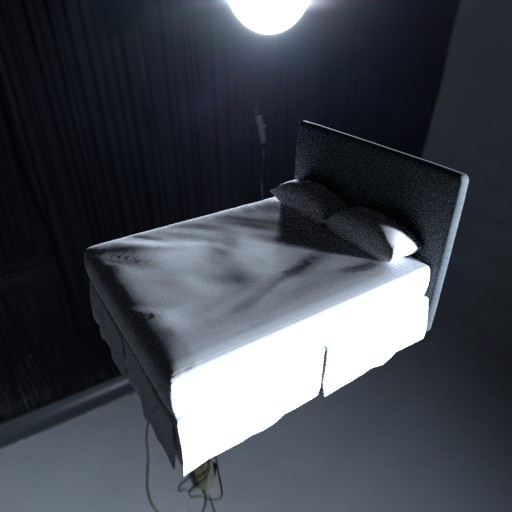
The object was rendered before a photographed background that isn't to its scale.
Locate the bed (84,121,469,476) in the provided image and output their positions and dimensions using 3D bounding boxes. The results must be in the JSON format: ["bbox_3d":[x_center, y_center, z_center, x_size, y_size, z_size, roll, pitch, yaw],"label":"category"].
[{"bbox_3d":[0.000,0.000,3.178,2.142,1.330,1.713,-18,35,-28],"label":"bed"}]
